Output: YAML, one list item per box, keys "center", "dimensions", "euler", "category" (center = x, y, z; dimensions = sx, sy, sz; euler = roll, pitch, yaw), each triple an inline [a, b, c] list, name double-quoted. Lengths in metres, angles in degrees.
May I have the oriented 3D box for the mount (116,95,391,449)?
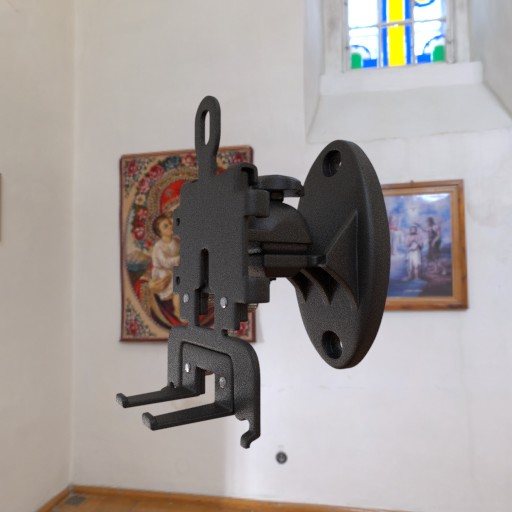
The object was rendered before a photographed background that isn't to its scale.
- center: [0.000, 0.000, 0.176]
  dimensions: [0.100, 0.118, 0.066]
  euler: [1, -2, -35]
  category: "mount"
